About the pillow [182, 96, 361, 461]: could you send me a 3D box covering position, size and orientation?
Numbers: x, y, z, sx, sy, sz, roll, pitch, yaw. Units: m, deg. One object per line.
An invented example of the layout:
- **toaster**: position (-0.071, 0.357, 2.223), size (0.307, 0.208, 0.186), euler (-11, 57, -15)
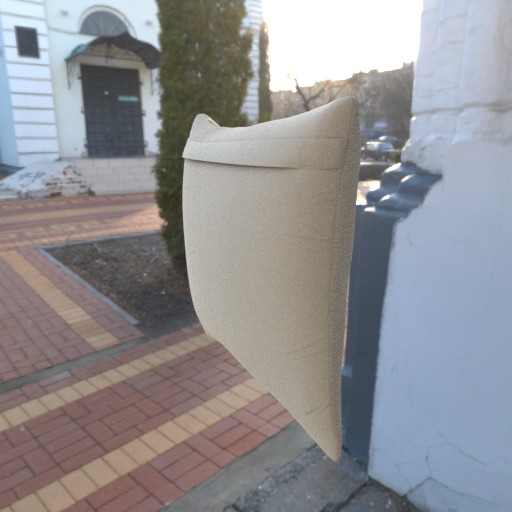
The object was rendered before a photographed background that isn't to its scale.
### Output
- **pillow**: position (0.000, 0.000, 0.636), size (0.173, 0.406, 0.405), euler (-8, 17, -27)
